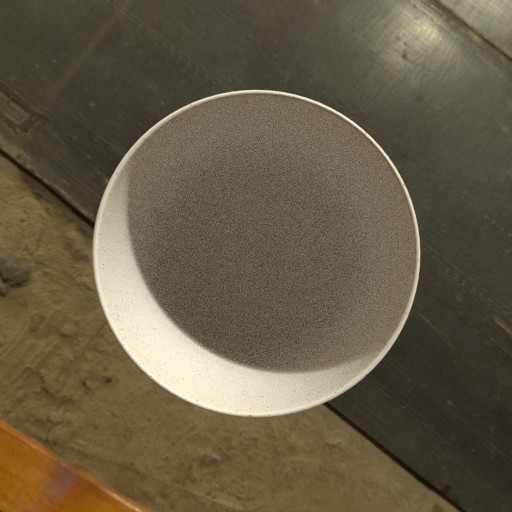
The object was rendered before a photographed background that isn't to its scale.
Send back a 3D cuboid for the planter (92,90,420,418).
[{"bbox_3d":[0.000,0.000,0.368,0.195,0.214,0.195,0,89,0],"label":"planter"}]
